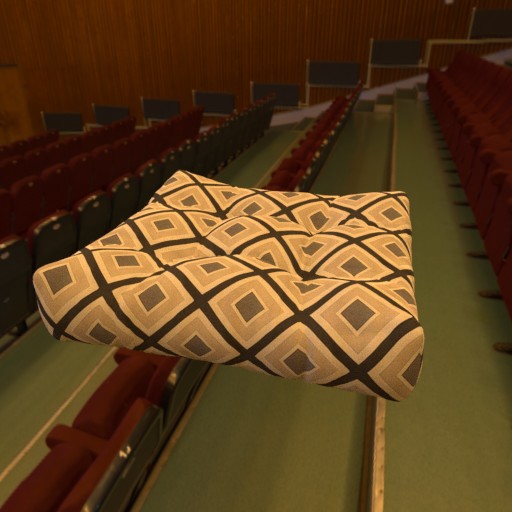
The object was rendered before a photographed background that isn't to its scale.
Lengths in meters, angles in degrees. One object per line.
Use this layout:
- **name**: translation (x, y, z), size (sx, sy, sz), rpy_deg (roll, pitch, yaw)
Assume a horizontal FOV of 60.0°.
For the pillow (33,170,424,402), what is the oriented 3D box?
- **pillow**: translation (0.000, 0.000, 0.718), size (0.490, 0.128, 0.468), rpy_deg (7, 29, 13)
